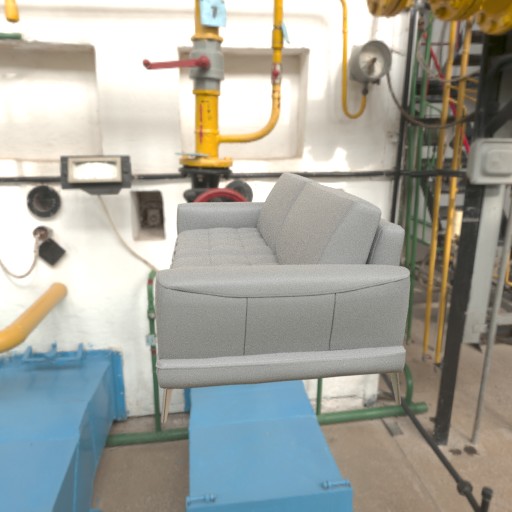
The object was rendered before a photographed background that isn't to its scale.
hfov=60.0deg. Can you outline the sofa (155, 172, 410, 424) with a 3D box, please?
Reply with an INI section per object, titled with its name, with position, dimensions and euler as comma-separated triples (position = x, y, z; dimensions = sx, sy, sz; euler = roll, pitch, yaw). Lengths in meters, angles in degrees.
[sofa]
position = 0.000, 0.000, 2.808
dimensions = 1.121, 0.930, 2.177
euler = -2, 15, -7
